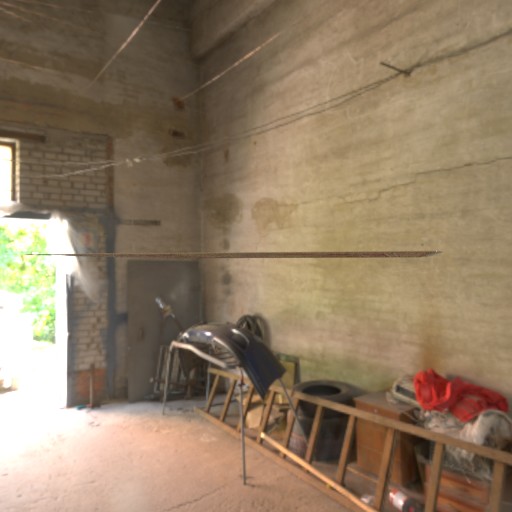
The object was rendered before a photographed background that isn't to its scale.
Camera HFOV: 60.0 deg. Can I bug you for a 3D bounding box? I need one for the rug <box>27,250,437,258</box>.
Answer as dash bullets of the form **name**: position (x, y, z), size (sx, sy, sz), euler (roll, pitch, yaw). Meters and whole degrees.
- **rug**: position (0.000, 0.000, 4.229), size (3.143, 0.008, 2.451), euler (0, -1, 18)
